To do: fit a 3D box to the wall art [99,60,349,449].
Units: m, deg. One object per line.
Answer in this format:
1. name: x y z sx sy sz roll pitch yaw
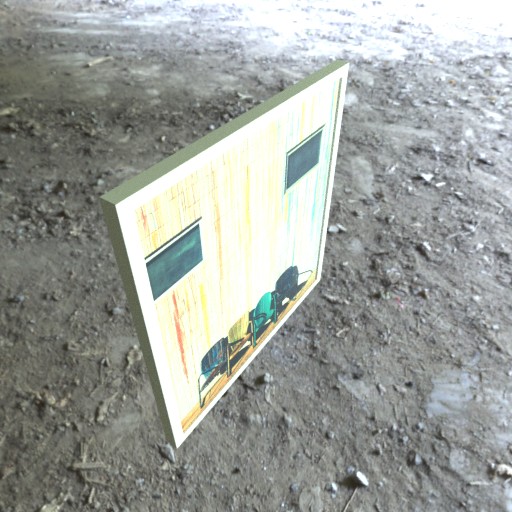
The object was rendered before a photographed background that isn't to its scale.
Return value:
1. wall art: 0.000 0.000 1.133 0.036 0.760 0.760 25 47 26
